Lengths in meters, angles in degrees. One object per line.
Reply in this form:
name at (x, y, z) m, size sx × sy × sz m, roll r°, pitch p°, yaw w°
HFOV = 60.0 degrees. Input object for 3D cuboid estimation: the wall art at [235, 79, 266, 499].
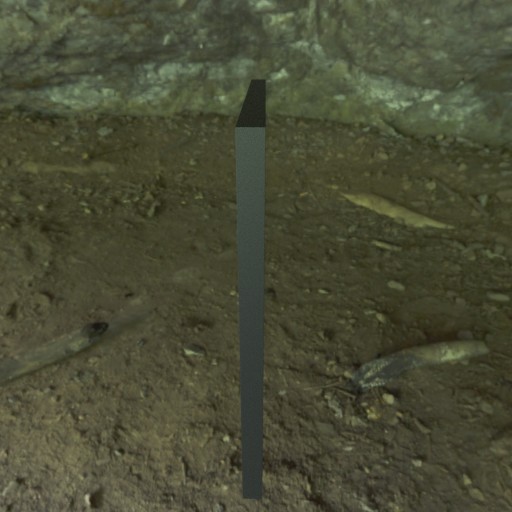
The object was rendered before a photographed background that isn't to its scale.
wall art at (0.000, 0.000, 0.742) m, size 0.028 × 0.511 × 0.513 m, roll 0°, pitch 26°, yaw 1°
